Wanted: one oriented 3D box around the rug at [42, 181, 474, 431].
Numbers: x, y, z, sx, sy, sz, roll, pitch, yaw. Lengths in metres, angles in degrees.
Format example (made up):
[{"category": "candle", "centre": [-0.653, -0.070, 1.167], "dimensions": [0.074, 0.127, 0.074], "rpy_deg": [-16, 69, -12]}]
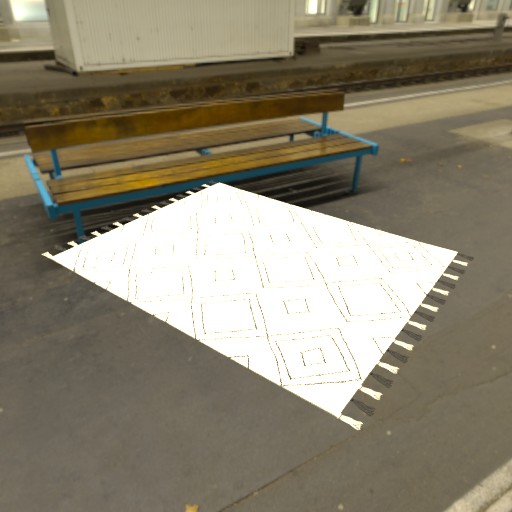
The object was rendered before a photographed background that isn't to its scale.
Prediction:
[{"category": "rug", "centre": [0.000, 0.000, 4.067], "dimensions": [3.221, 0.026, 2.342], "rpy_deg": [21, 36, 31]}]
